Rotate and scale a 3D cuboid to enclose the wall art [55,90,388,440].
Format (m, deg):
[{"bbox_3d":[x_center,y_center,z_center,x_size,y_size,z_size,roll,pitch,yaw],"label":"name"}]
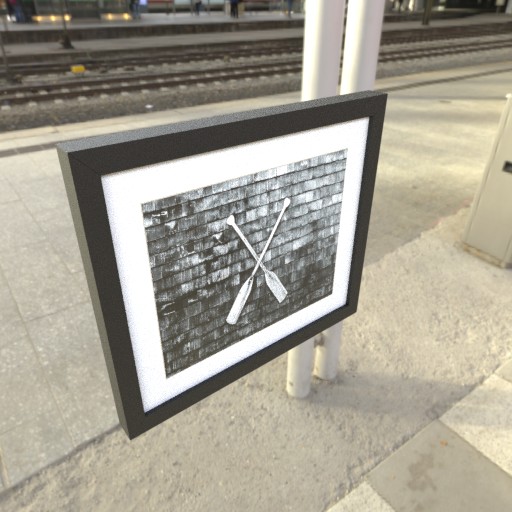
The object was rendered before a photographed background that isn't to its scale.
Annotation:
[{"bbox_3d":[0.000,0.000,0.526,0.381,0.330,0.029,-22,37,-32],"label":"wall art"}]
